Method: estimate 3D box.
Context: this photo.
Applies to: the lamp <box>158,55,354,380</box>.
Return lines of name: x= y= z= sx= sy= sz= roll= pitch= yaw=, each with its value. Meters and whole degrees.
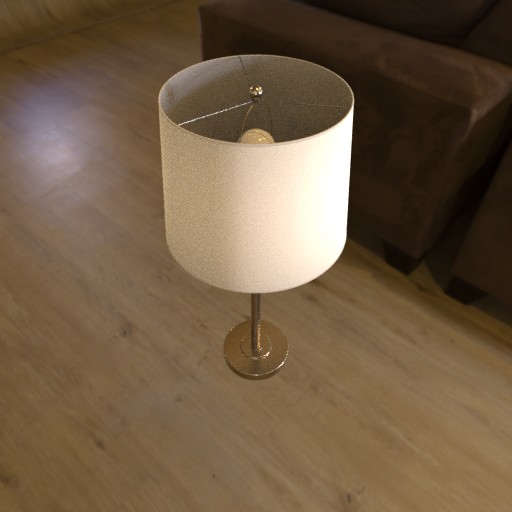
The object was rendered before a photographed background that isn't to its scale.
lamp: x=0.000 y=0.000 z=0.885 sx=0.333 sy=0.696 sz=0.333 roll=0 pitch=45 yaw=0
